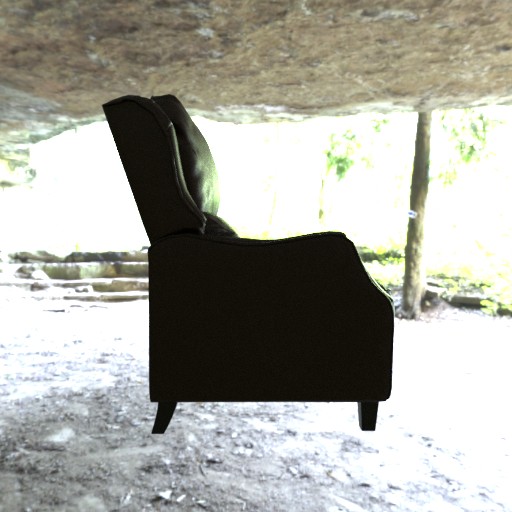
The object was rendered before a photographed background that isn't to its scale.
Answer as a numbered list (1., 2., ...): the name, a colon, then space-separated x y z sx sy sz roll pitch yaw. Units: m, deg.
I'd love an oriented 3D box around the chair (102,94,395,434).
1. chair: 0.000 0.000 1.772 0.982 1.132 0.770 0 1 0
